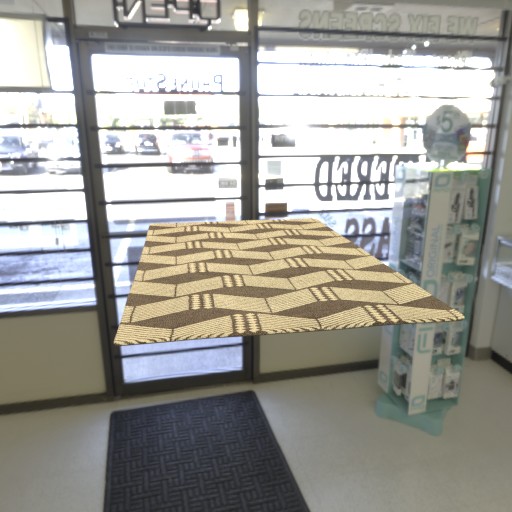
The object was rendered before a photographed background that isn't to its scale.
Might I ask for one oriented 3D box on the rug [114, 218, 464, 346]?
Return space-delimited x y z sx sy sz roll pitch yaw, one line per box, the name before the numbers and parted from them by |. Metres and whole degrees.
rug | 0.000 0.000 2.344 1.210 0.016 1.833 -3 16 -9
